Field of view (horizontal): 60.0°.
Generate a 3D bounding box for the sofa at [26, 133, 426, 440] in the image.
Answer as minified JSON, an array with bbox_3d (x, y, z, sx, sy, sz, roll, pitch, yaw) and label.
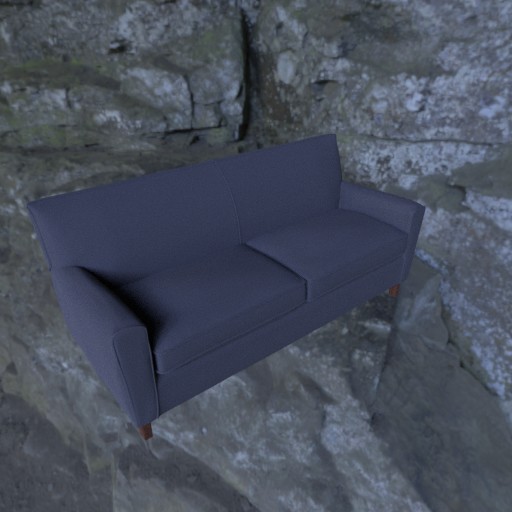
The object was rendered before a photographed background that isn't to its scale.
[{"bbox_3d":[0.000,0.000,2.457,2.002,0.907,0.843,-21,36,-33],"label":"sofa"}]
